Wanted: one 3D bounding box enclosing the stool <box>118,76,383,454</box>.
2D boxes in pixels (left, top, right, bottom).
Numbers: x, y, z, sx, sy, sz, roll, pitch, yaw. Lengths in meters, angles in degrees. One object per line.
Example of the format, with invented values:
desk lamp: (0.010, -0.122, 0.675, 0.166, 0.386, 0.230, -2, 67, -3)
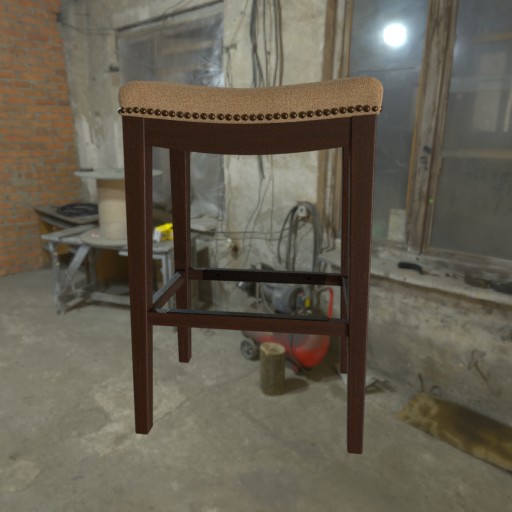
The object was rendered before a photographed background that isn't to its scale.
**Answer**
stool: (0.000, 0.000, 1.052, 0.509, 0.768, 0.363, 2, 16, 7)
